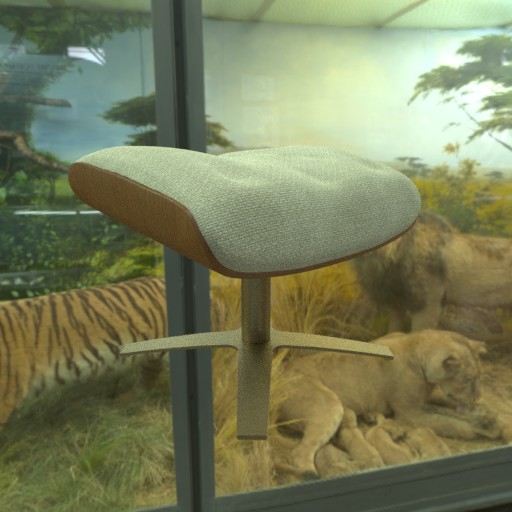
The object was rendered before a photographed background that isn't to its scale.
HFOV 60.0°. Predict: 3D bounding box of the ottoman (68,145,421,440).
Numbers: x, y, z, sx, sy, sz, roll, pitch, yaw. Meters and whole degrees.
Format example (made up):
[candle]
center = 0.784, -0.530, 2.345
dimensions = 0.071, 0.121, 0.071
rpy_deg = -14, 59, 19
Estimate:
[ottoman]
center = 0.000, 0.000, 0.809
dimensions = 0.520, 0.391, 0.394
rpy_deg = -13, 19, -42
